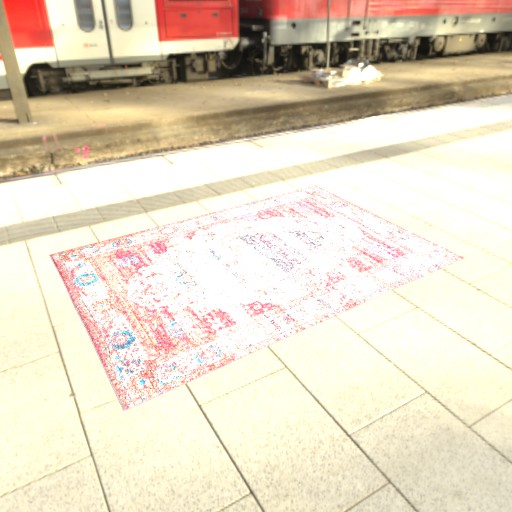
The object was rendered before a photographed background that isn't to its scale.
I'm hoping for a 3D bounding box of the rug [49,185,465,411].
[{"bbox_3d":[0.000,0.000,2.334,1.829,0.006,1.219,-18,35,-28],"label":"rug"}]
